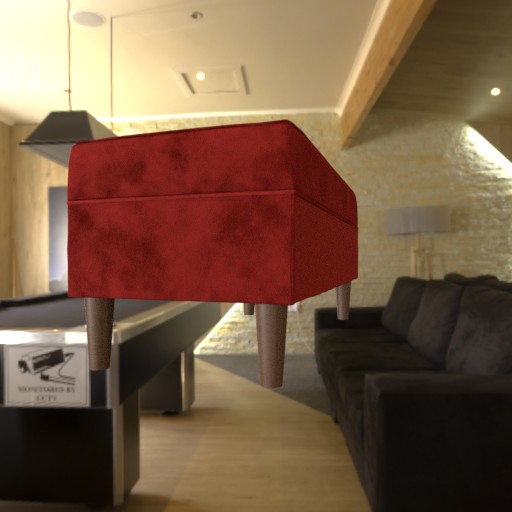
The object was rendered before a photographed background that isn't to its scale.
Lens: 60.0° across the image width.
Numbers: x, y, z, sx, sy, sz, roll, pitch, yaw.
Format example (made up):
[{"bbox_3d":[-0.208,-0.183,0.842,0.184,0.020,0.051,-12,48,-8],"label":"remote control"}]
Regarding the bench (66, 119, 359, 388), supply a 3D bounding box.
[{"bbox_3d":[0.000,0.000,1.297,0.492,0.471,1.016,0,0,19],"label":"bench"}]
